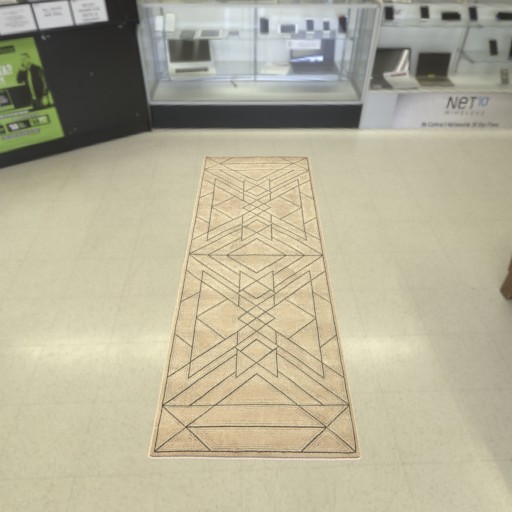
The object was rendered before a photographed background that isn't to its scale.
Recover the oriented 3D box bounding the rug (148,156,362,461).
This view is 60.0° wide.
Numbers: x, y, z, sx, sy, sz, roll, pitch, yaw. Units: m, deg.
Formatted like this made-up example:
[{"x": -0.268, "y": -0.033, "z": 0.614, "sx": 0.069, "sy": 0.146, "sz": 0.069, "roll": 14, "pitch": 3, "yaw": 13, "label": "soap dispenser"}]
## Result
[{"x": 0.000, "y": 0.000, "z": 2.600, "sx": 0.831, "sy": 0.036, "sz": 2.381, "roll": 0, "pitch": 41, "yaw": 0, "label": "rug"}]
